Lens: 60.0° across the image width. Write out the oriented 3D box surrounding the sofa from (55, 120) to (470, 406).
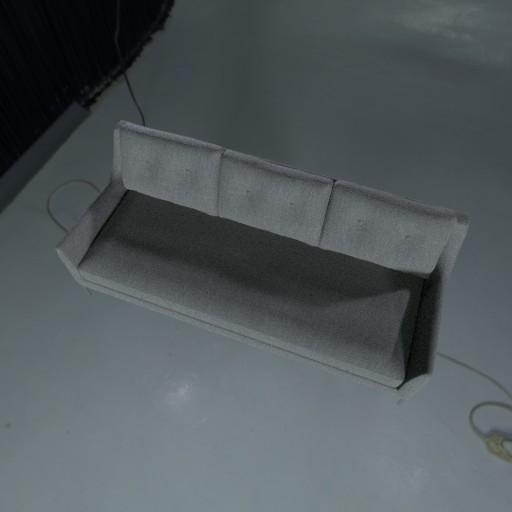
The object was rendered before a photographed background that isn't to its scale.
[{"bbox_3d":[0.000,0.000,2.522,2.060,0.837,0.849,17,60,11],"label":"sofa"}]
